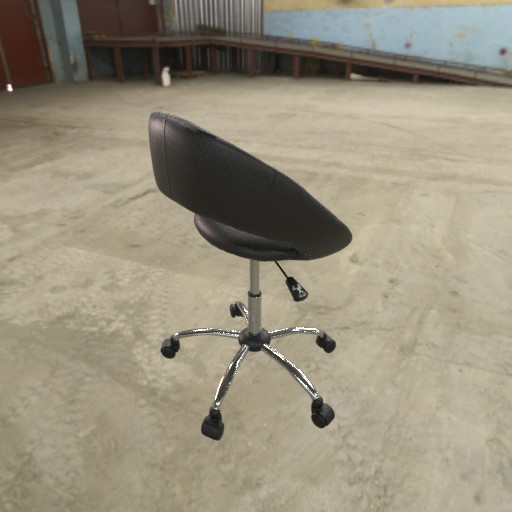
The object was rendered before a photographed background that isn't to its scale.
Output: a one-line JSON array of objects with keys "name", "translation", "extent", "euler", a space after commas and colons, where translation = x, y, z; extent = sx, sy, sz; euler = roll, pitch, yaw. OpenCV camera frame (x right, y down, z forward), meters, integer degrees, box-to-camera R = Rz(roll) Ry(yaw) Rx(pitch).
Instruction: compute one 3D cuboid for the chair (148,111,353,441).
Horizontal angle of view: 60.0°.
[{"name": "chair", "translation": [0.000, 0.000, 1.205], "extent": [0.538, 0.791, 0.612], "euler": [-18, 32, -31]}]
